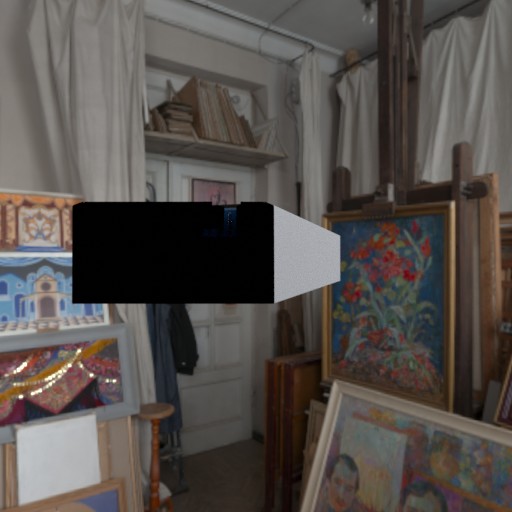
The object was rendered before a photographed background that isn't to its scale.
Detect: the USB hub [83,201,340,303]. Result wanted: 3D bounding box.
[{"bbox_3d":[0.000,0.000,0.160,0.044,0.023,0.145,0,-1,18],"label":"USB hub"}]
